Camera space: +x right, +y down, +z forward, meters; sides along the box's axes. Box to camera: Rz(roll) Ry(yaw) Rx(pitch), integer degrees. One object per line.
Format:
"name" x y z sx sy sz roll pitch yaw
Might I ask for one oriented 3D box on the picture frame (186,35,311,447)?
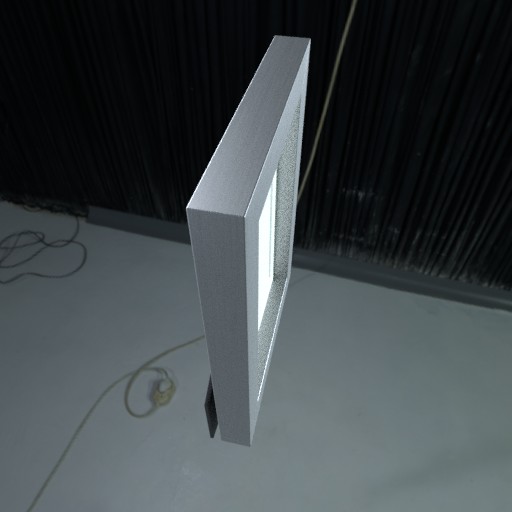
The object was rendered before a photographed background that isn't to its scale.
"picture frame" 0.000 0.000 0.279 0.028 0.208 0.157 9 47 9
